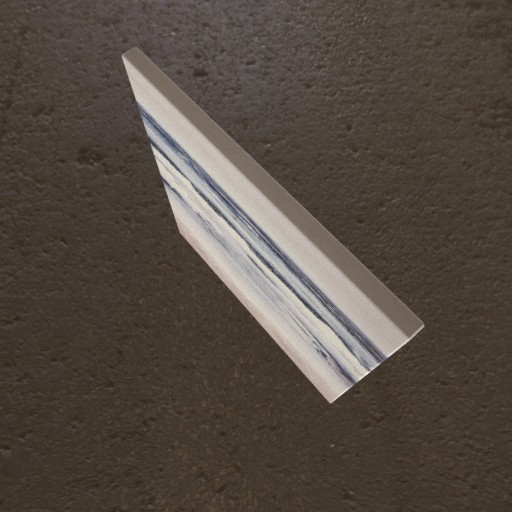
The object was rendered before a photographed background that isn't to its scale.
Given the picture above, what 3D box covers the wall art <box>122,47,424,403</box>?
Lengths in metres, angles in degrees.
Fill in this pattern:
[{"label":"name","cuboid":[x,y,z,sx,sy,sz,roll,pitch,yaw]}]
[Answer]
[{"label":"wall art","cuboid":[0.000,0.000,1.105,0.065,0.747,0.755,-38,70,-16]}]
